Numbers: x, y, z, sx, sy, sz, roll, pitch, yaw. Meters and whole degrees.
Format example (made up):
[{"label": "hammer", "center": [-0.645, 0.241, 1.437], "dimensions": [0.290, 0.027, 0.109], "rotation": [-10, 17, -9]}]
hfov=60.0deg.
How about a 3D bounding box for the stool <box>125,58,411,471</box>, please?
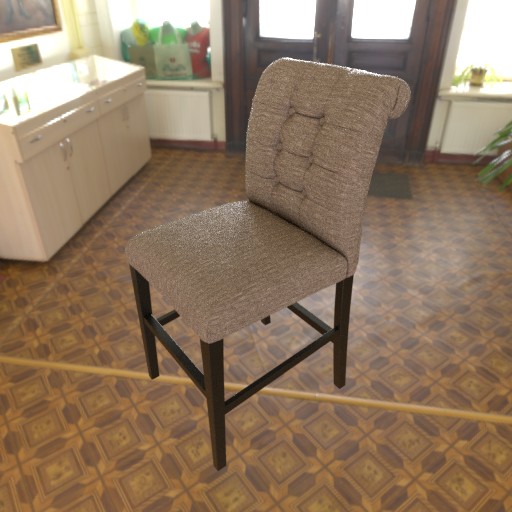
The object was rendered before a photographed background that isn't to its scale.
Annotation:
[{"label": "stool", "center": [0.000, 0.000, 1.270], "dimensions": [0.611, 0.970, 0.457], "rotation": [-21, 38, -31]}]
